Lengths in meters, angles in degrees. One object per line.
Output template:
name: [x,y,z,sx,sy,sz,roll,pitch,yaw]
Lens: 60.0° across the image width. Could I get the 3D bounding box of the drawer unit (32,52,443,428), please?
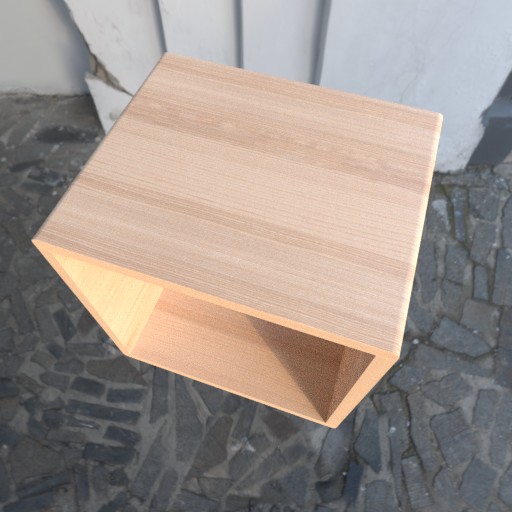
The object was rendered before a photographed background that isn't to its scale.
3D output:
drawer unit: [0.000,0.000,0.599,0.344,0.344,0.290,16,61,9]
